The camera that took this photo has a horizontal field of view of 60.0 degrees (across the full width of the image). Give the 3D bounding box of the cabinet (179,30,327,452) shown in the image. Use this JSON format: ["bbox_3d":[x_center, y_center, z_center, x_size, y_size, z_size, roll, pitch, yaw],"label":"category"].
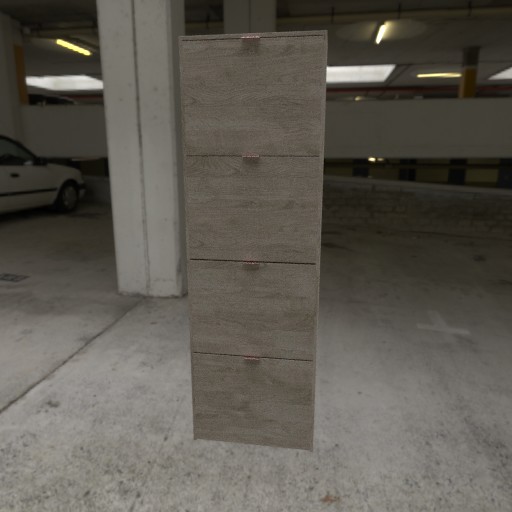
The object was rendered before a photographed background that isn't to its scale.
[{"bbox_3d":[0.000,0.000,1.823,0.520,1.630,0.250,2,14,9],"label":"cabinet"}]
